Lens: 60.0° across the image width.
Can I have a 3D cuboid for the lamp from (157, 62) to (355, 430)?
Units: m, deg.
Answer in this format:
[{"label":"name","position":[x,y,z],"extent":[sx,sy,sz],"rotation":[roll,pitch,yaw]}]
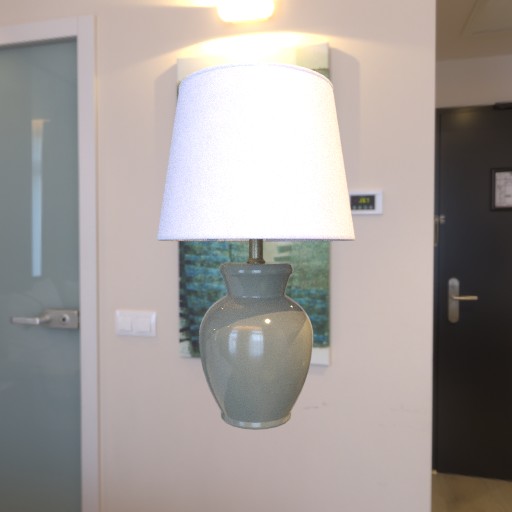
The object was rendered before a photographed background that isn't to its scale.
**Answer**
[{"label":"lamp","position":[0.000,0.000,0.549],"extent":[0.239,0.399,0.239],"rotation":[0,1,0]}]
